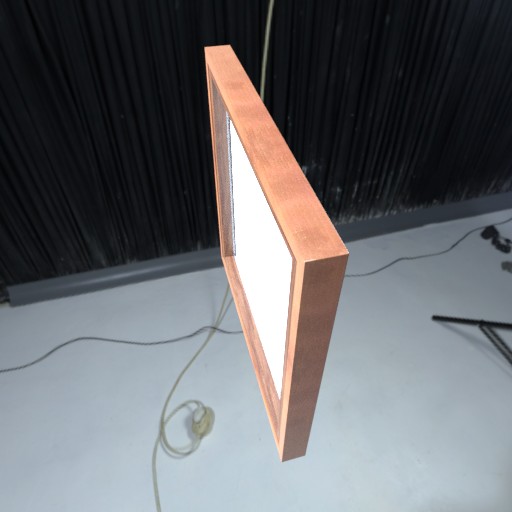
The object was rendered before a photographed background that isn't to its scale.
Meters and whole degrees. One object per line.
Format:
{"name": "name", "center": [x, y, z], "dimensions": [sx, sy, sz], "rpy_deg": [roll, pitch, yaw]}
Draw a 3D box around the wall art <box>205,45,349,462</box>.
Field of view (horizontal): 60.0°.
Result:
{"name": "wall art", "center": [0.000, 0.000, 0.601], "dimensions": [0.035, 0.403, 0.403], "rpy_deg": [-11, 47, -10]}
